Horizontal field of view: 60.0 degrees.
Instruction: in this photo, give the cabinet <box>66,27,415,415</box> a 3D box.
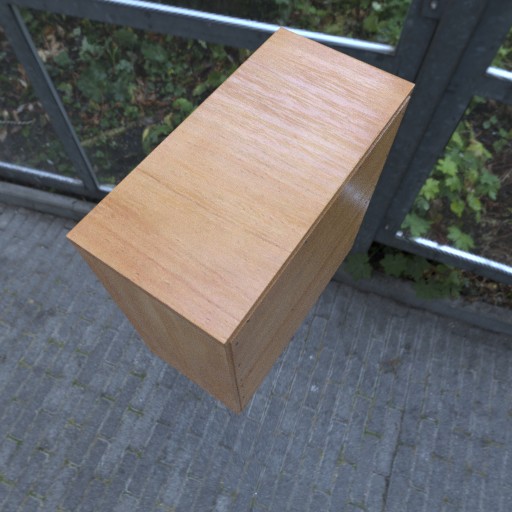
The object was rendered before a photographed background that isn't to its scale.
[{"bbox_3d":[0.000,0.000,1.437,0.419,1.001,0.800,31,66,15],"label":"cabinet"}]
